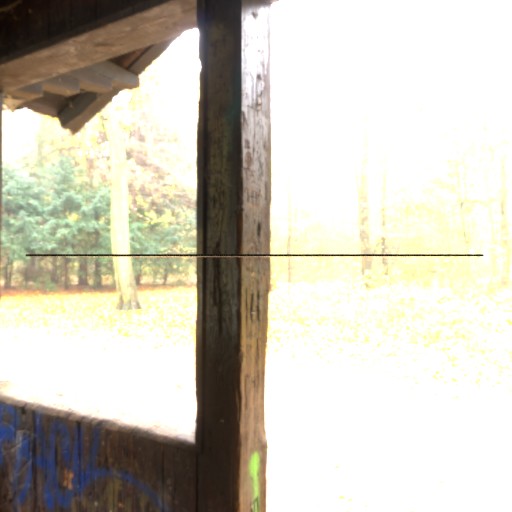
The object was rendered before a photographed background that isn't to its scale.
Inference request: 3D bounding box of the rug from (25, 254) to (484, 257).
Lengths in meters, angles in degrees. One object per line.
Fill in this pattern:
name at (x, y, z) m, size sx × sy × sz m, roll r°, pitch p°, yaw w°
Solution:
rug at (0.000, 0.000, 3.969) m, size 2.932 × 0.015 × 2.315 m, roll 0°, pitch 0°, yaw 1°
